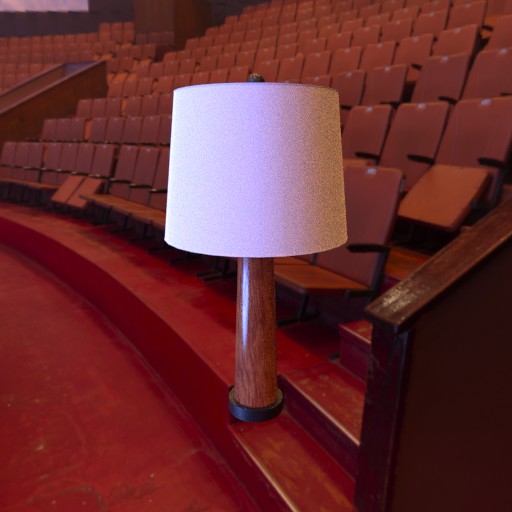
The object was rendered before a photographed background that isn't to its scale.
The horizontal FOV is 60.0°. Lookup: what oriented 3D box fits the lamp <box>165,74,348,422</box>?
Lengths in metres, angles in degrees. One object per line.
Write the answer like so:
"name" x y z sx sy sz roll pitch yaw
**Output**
"lamp" 0.000 0.000 0.871 0.349 0.667 0.349 0 14 0
